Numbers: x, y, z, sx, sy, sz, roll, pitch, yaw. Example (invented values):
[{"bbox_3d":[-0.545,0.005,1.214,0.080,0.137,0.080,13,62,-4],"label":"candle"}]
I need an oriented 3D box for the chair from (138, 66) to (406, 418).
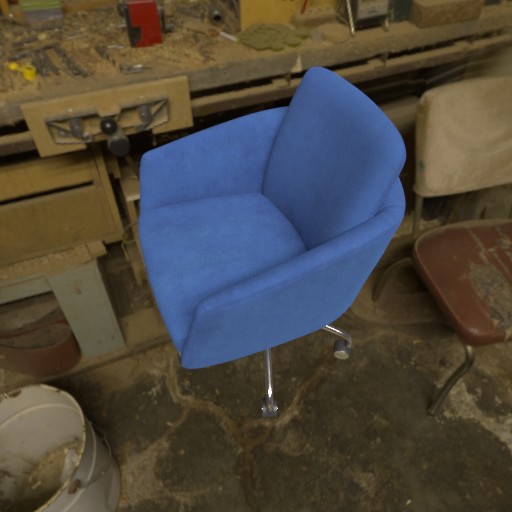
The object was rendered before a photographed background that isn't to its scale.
[{"bbox_3d":[0.000,0.000,1.322,0.635,0.908,0.641,-16,49,-14],"label":"chair"}]
